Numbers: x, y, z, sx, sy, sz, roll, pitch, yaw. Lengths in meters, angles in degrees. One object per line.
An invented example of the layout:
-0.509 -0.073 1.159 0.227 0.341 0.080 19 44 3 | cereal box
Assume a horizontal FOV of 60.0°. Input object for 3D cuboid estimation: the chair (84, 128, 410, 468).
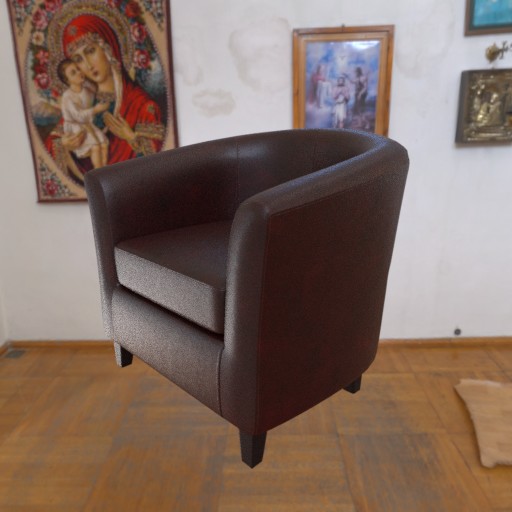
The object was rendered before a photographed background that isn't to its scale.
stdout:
0.000 0.000 1.370 0.727 0.756 0.792 -16 23 -42 | chair
